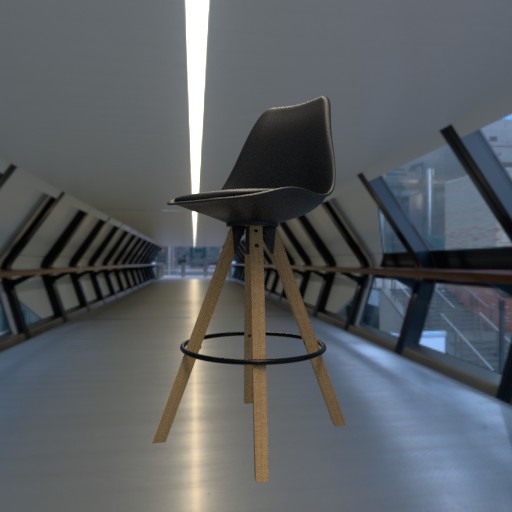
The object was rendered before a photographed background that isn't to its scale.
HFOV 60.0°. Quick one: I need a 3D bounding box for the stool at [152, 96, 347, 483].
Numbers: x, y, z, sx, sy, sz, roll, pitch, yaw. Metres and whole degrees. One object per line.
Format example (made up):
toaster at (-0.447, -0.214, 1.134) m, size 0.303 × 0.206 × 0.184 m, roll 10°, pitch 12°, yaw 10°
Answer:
stool at (0.000, 0.000, 1.410) m, size 0.485 × 1.115 × 0.550 m, roll 0°, pitch 0°, yaw 36°
